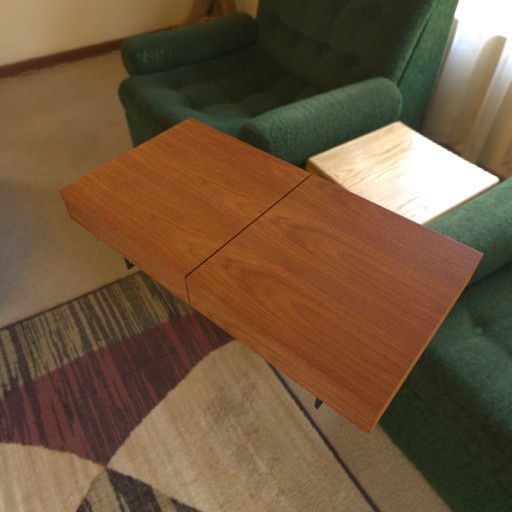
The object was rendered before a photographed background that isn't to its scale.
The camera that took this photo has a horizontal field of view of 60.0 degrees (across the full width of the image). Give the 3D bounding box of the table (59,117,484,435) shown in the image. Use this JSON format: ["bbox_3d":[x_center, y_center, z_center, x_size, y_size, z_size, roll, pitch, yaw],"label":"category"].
[{"bbox_3d":[0.000,0.000,1.493,1.194,0.330,0.610,31,54,26],"label":"table"}]
